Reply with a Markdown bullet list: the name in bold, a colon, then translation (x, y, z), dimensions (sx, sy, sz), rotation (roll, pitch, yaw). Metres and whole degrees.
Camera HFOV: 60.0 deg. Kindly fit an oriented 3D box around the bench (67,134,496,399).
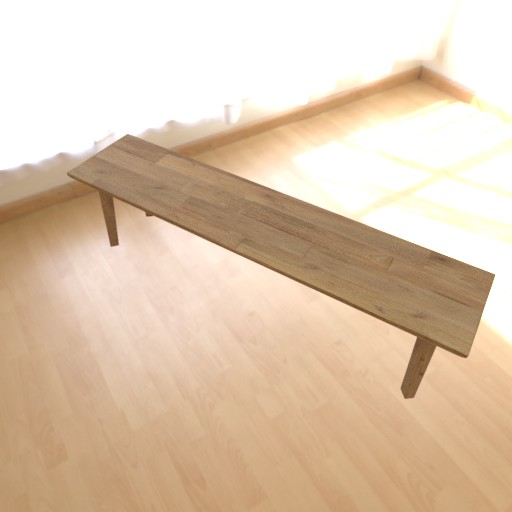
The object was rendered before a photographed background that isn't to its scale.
- **bench**: translation (0.000, 0.000, 1.870), dimensions (1.698, 0.431, 0.378), rotation (24, 51, 21)
